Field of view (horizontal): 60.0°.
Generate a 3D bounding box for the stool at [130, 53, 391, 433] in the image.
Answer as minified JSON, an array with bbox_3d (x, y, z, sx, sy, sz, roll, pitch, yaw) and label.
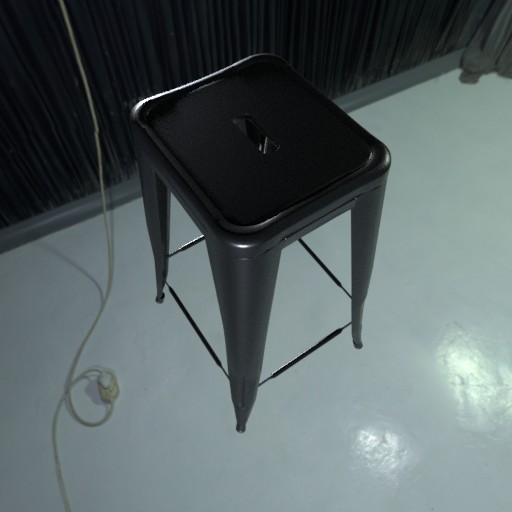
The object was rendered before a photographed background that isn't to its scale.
[{"bbox_3d":[0.000,0.000,0.837,0.359,0.609,0.399,-30,62,-18],"label":"stool"}]
